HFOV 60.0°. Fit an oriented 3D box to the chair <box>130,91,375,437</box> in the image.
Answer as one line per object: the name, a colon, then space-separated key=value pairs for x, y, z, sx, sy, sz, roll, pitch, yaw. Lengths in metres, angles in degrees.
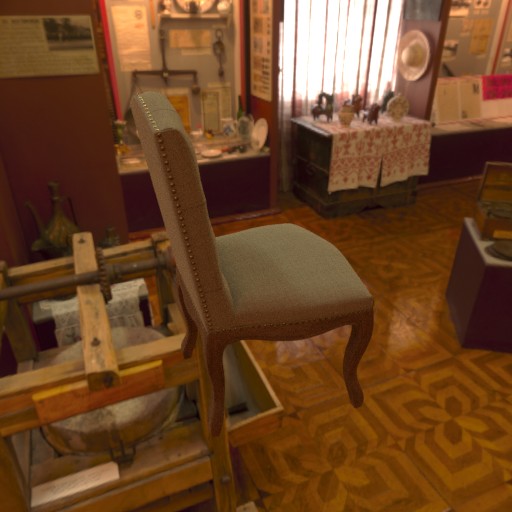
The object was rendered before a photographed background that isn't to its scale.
chair: x=0.000 y=0.000 z=1.645 sx=0.731 sy=1.191 sz=0.637 roll=-11 pitch=31 yaw=-18
